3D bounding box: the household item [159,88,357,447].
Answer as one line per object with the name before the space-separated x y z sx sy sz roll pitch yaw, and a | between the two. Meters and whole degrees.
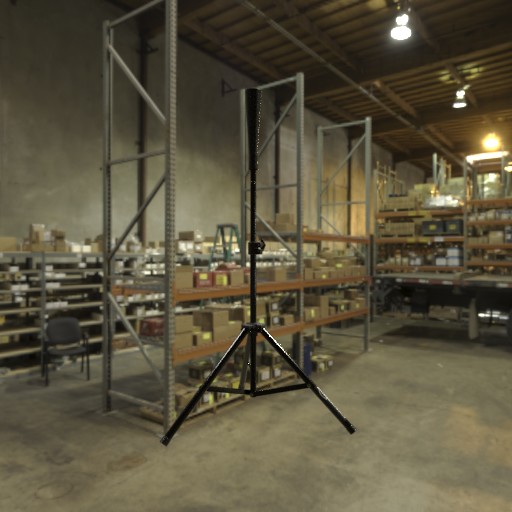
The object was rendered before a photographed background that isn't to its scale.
household item | 0.000 0.000 1.380 0.559 1.067 0.559 0 0 36
